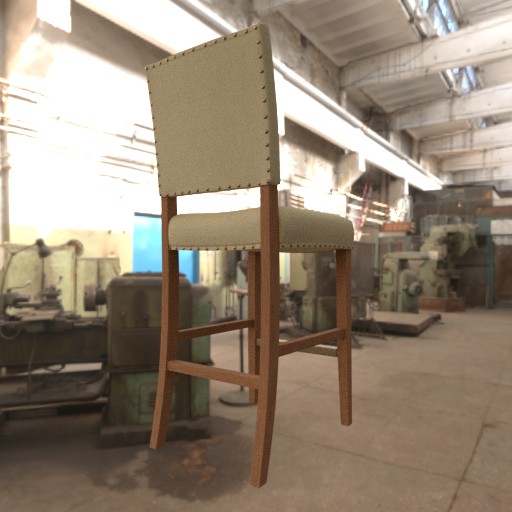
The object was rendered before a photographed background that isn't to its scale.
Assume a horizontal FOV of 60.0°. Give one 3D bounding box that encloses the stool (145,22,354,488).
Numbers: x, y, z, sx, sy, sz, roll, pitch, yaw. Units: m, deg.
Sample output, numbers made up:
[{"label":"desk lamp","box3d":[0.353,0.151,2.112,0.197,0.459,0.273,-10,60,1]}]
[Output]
[{"label":"stool","box3d":[0.000,0.000,1.442,0.445,1.168,0.584,0,0,36]}]
